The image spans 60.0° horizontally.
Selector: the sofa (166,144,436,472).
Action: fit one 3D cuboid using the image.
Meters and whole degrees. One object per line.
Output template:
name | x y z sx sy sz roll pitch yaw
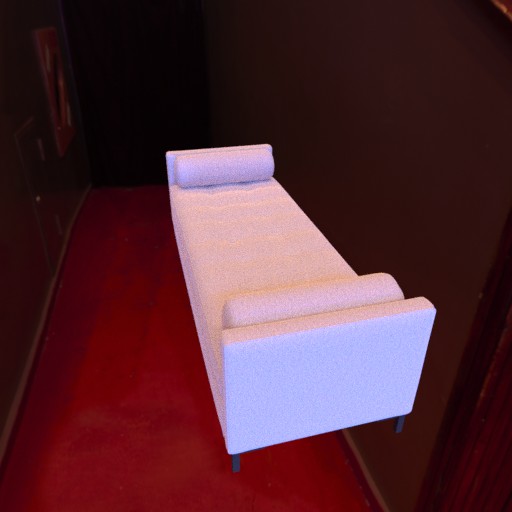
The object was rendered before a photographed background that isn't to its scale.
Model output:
sofa | 0.000 0.000 2.353 0.746 0.641 1.985 -8 31 -13
